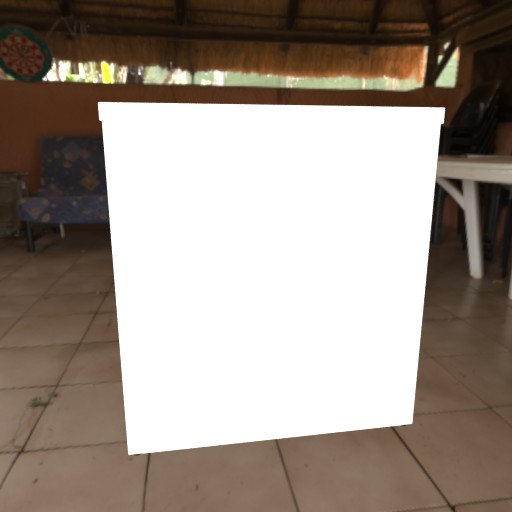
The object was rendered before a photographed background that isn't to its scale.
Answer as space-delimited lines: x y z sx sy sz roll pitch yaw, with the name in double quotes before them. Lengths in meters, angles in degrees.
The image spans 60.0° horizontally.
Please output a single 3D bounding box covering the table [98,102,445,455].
"table" 0.000 0.000 0.762 0.420 0.460 0.380 -2 14 -9
